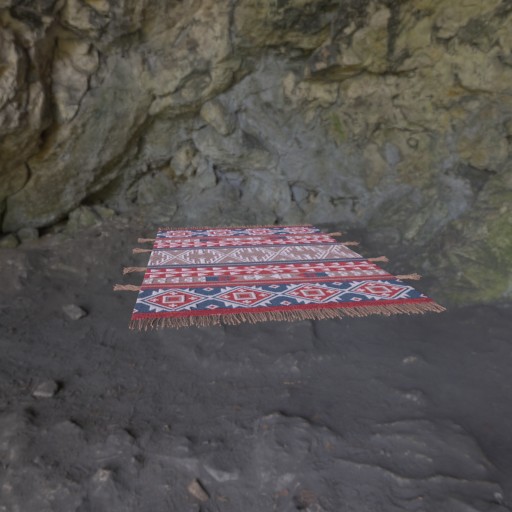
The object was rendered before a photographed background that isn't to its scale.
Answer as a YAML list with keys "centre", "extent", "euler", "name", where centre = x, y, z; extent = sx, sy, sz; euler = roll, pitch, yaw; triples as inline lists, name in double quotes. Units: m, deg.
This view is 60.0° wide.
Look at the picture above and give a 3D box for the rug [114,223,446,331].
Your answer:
- centre: [0.000, 0.000, 2.614]
  extent: [1.469, 0.040, 2.025]
  euler: [-2, 14, -9]
  name: "rug"
